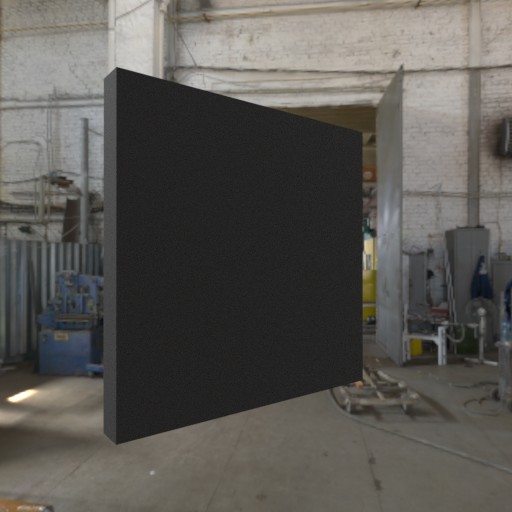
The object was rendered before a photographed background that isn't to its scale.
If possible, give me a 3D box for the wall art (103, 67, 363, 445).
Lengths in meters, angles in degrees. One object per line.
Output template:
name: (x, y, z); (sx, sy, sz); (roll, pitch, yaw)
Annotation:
wall art: (0.000, 0.000, 0.463); (0.308, 0.305, 0.030); (0, 0, -38)
